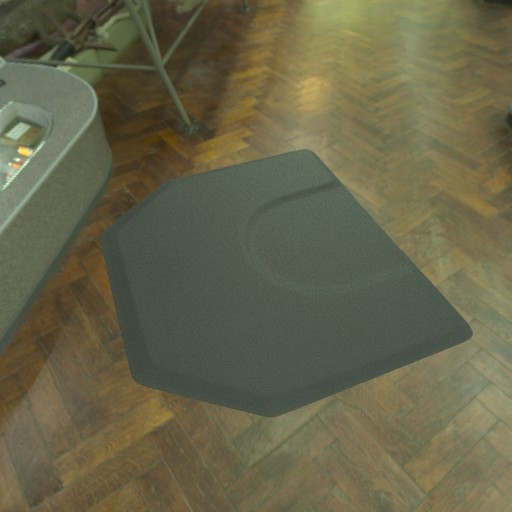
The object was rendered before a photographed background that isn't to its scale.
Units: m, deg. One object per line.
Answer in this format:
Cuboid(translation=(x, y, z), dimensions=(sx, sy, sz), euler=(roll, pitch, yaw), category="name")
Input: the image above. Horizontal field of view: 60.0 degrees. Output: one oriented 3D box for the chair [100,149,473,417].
Cuboid(translation=(0.000, 0.000, 1.911), dimensions=(1.219, 0.024, 1.372), euler=(-16, 48, -15), category="chair")
